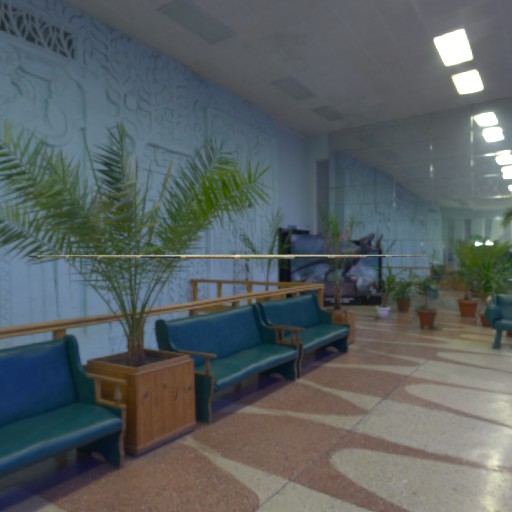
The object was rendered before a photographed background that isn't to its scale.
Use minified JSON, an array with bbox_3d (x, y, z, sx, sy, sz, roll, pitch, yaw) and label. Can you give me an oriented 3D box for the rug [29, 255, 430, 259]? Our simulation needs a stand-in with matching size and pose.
[{"bbox_3d":[0.000,0.000,4.308,2.439,0.013,3.200,0,0,36],"label":"rug"}]
